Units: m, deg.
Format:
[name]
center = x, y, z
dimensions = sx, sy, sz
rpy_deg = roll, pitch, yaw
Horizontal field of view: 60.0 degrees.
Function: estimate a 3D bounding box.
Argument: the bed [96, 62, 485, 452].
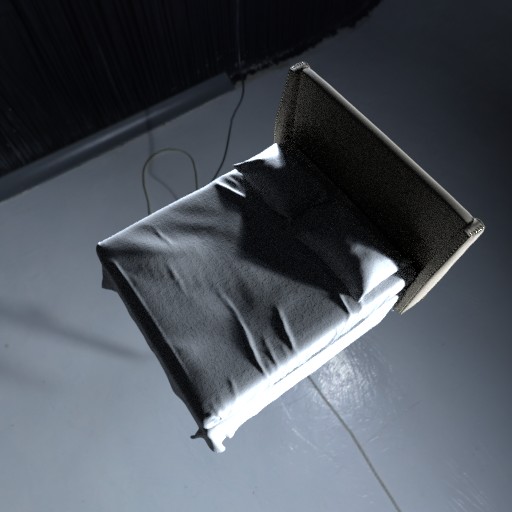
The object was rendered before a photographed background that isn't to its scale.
[bed]
center = 0.000, 0.000, 3.446
dimensions = 2.276, 1.332, 1.925
rpy_deg = -32, 67, -15
